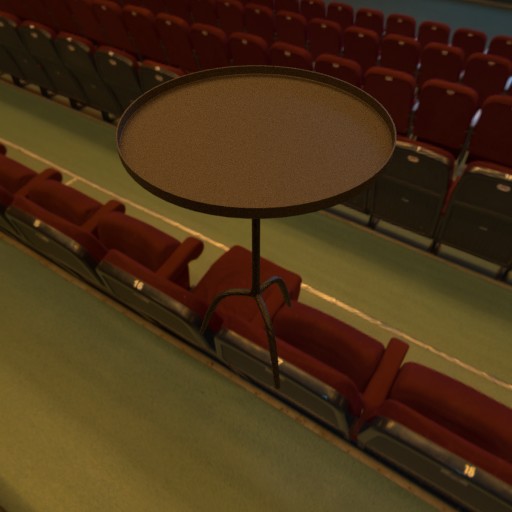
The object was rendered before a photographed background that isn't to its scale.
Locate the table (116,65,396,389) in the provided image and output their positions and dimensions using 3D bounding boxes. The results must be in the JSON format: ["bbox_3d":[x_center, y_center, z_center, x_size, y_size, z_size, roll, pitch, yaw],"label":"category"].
[{"bbox_3d":[0.000,0.000,1.059,0.502,0.700,0.502,25,50,23],"label":"table"}]
